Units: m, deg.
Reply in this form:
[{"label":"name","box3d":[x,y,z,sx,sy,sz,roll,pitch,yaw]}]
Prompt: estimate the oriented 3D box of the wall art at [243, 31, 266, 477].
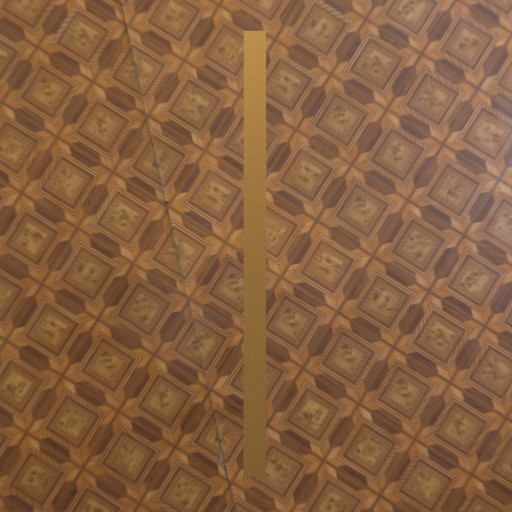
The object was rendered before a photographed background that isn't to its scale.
[{"label":"wall art","box3d":[0.000,0.000,1.137,0.038,0.762,0.762,0,89,0]}]
